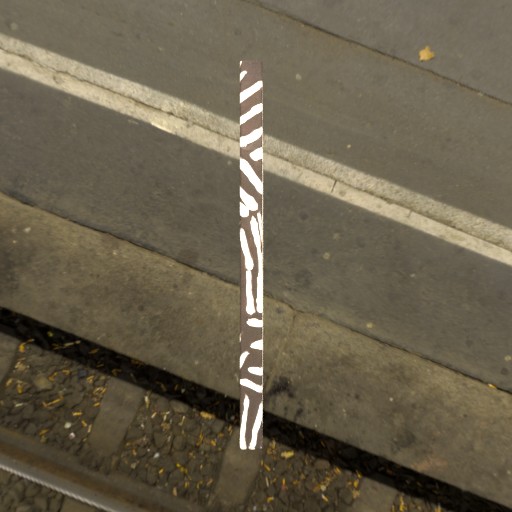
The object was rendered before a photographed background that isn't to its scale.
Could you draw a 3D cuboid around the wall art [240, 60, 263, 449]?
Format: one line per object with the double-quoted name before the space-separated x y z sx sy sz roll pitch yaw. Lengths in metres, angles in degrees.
"wall art" 0.000 0.000 1.156 0.035 0.918 0.615 0 90 1
